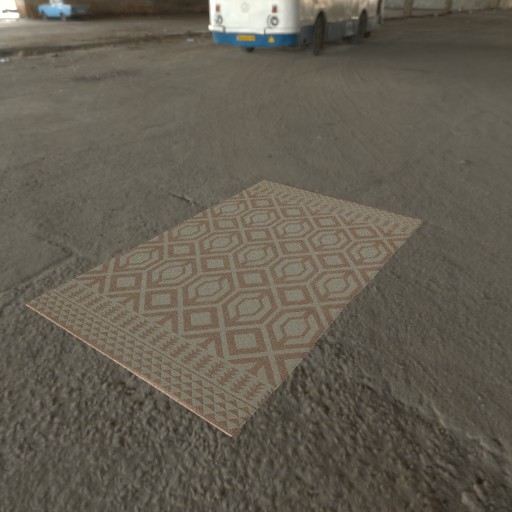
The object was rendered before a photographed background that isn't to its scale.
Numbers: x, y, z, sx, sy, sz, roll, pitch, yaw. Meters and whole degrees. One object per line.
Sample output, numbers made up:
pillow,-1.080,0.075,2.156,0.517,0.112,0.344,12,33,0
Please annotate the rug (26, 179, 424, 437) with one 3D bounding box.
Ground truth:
rug,0.000,0.000,3.019,1.526,0.011,2.435,20,36,30
